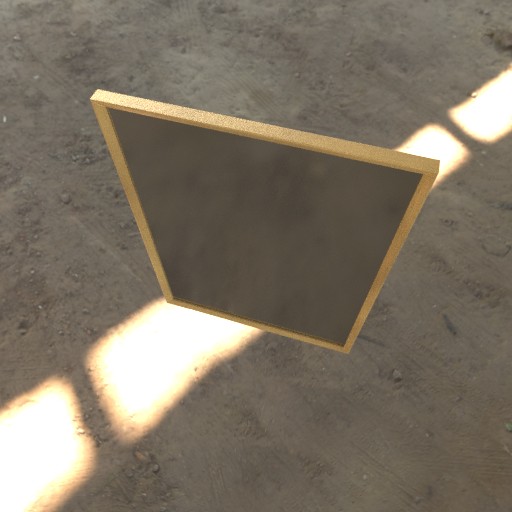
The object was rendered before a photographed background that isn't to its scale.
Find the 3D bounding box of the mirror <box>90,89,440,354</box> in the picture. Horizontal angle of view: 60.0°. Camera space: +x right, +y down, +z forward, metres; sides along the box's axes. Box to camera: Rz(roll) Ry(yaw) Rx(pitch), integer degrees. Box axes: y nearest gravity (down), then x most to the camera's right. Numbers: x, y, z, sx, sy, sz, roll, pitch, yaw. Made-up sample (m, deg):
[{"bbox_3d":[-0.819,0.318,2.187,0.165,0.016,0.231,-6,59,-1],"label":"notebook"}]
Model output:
[{"bbox_3d":[0.000,0.000,1.366,0.762,1.016,0.041,14,59,9],"label":"mirror"}]
